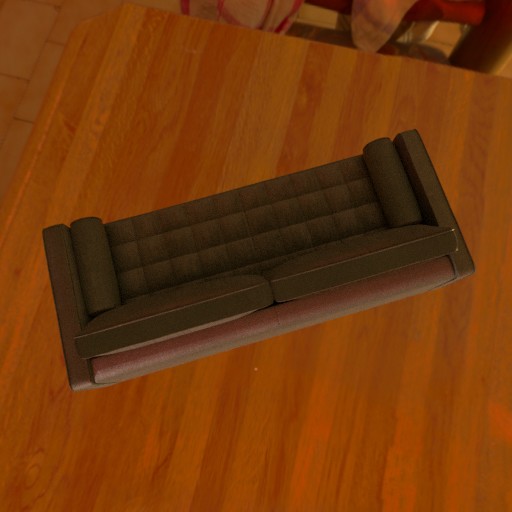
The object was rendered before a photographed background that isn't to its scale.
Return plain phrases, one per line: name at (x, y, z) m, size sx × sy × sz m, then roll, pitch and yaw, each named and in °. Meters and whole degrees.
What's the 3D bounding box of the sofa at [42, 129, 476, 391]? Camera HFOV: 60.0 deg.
sofa at (0.000, 0.000, 2.563) m, size 2.199 × 0.769 × 0.918 m, roll -16°, pitch 76°, yaw -4°
